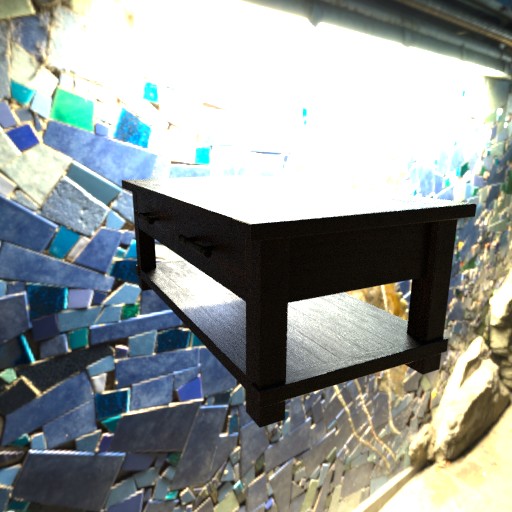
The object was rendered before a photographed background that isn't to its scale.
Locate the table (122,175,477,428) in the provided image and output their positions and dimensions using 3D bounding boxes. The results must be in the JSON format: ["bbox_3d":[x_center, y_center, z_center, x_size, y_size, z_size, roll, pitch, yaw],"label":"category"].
[{"bbox_3d":[0.000,0.000,1.638,0.700,0.494,1.270,-7,16,-27],"label":"table"}]
